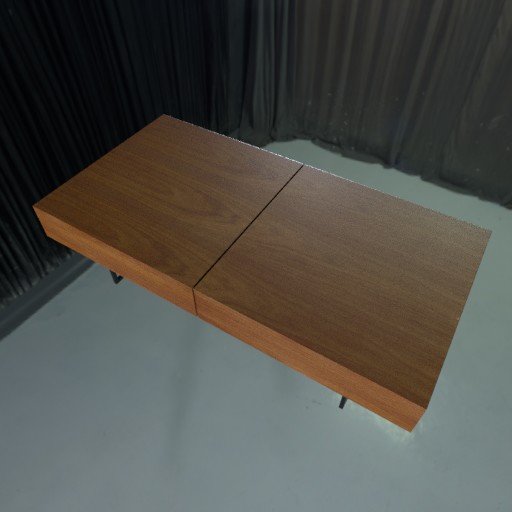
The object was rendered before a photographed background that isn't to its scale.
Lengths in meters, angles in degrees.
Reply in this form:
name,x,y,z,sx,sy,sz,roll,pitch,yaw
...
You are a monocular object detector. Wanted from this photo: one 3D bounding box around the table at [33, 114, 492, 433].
name,x,y,z,sx,sy,sz,roll,pitch,yaw
table,0.000,0.000,1.412,1.194,0.330,0.610,25,52,21
